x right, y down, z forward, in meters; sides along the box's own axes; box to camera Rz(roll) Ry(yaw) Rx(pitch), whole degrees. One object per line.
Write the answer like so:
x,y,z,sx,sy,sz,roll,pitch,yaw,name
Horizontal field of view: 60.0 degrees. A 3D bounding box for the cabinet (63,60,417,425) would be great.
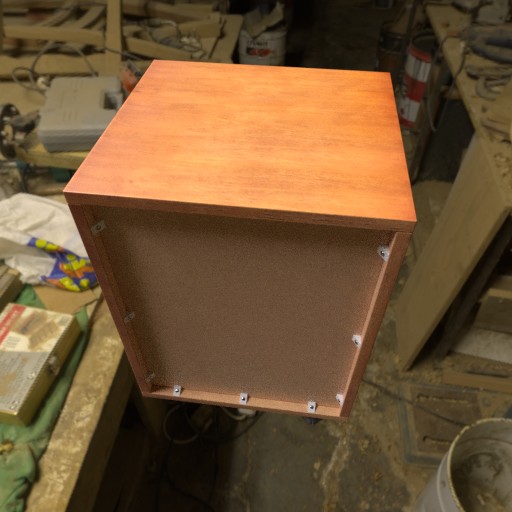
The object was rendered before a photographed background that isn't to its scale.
0.000,0.000,0.851,0.409,0.579,0.401,5,46,5,cabinet
